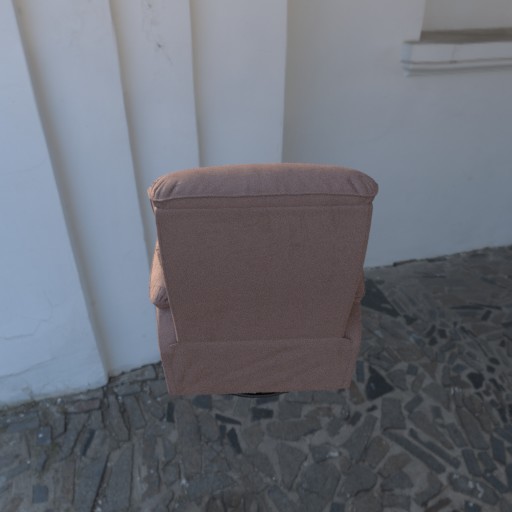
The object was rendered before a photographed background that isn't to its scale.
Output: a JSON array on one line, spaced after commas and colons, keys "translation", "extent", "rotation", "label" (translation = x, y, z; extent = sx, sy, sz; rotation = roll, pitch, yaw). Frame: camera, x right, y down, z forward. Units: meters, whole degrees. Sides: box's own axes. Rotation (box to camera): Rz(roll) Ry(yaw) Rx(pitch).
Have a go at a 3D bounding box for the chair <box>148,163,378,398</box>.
[{"translation": [0.000, 0.000, 1.779], "extent": [0.820, 1.037, 1.004], "rotation": [-1, 31, -2], "label": "chair"}]
